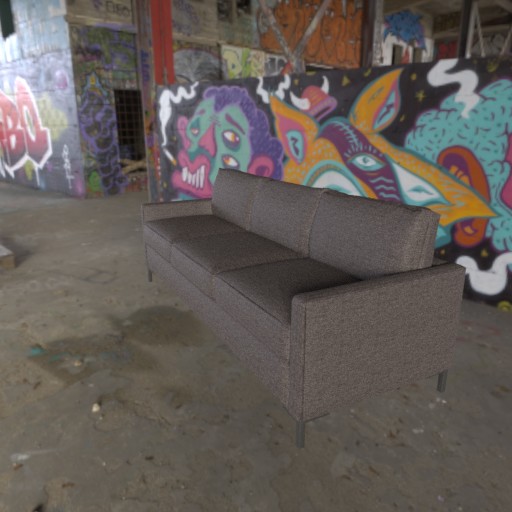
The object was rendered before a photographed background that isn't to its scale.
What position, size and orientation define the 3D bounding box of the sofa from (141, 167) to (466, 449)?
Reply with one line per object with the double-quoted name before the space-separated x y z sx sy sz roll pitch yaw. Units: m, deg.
"sofa" 0.000 0.000 2.690 0.876 0.882 2.253 -9 19 -27
